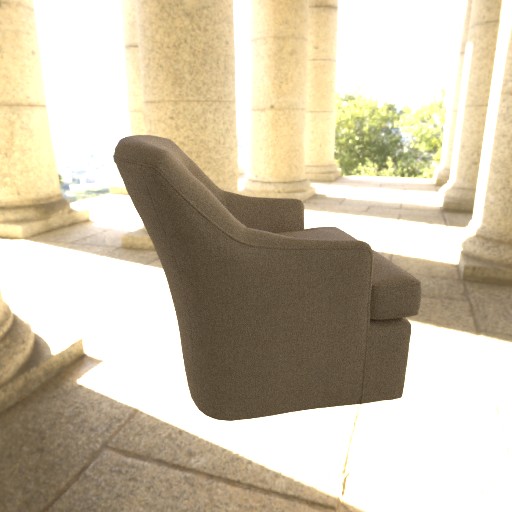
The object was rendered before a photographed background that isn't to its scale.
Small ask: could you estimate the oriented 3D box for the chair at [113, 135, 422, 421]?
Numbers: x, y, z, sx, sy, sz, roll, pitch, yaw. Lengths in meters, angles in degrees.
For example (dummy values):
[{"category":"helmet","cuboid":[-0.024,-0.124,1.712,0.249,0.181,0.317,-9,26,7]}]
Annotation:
[{"category":"chair","cuboid":[0.000,0.000,1.625,0.923,0.856,0.864,-3,17,-9]}]
